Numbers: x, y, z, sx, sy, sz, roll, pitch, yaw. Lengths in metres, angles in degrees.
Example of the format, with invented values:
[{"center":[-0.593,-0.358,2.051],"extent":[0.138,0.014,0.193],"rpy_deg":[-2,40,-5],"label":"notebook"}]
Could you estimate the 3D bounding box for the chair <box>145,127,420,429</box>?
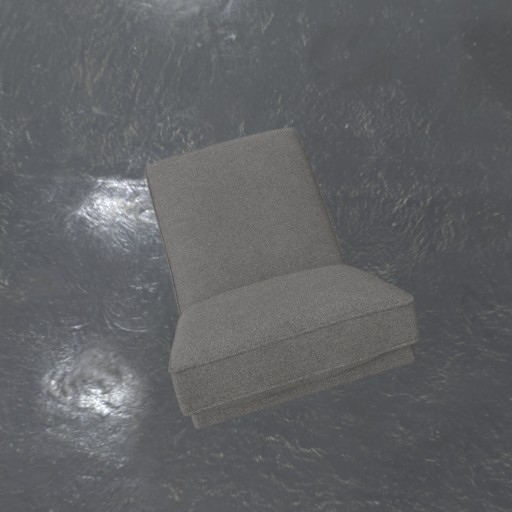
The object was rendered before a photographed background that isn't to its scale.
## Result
[{"center":[0.000,0.000,1.555],"extent":[0.621,0.970,0.938],"rpy_deg":[-16,76,-4],"label":"chair"}]
